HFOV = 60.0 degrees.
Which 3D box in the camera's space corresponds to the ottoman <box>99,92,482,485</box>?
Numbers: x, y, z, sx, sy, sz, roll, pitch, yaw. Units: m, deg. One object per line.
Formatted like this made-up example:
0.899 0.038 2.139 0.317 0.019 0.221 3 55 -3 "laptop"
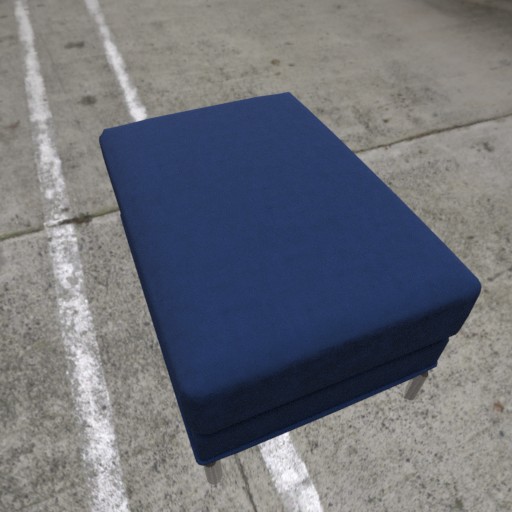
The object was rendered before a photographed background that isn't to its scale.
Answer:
0.000 0.000 1.139 0.587 0.498 0.835 -17 49 -15 "ottoman"
